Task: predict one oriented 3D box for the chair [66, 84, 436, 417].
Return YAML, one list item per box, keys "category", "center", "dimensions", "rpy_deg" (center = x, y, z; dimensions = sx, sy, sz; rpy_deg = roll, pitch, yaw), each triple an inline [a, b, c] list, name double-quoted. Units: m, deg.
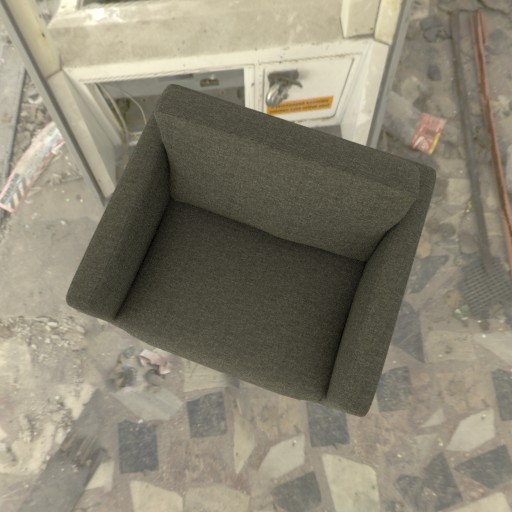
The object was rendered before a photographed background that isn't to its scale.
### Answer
- category: "chair"
  center: [0.000, 0.000, 1.813]
  dimensions: [1.107, 0.963, 0.959]
  rpy_deg: [20, 76, 5]
